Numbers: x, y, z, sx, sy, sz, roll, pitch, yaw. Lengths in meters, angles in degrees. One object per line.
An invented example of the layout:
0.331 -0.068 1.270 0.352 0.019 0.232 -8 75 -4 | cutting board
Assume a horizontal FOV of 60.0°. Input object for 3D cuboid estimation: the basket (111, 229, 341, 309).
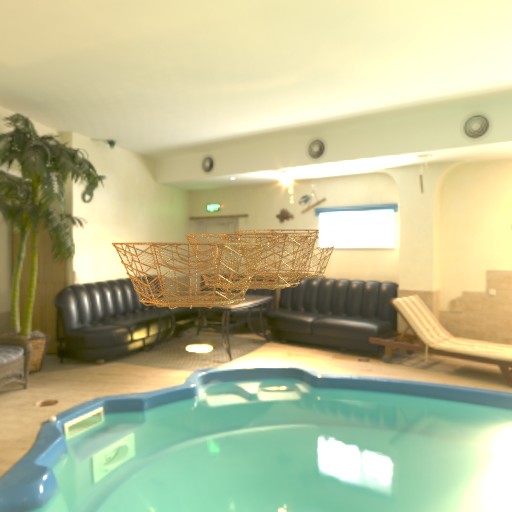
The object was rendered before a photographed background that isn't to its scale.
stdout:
0.000 0.000 1.374 0.432 0.178 1.245 0 1 17 | basket
